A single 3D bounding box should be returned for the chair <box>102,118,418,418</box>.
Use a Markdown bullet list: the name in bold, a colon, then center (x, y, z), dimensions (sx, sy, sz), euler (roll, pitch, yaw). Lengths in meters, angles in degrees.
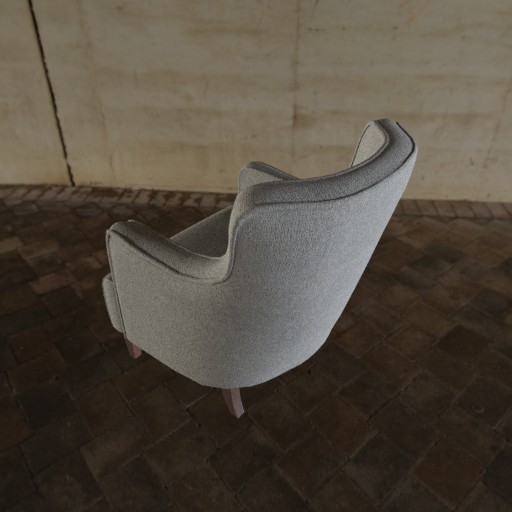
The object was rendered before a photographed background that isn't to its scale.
- **chair**: center (0.000, 0.000, 1.579), dimensions (0.910, 0.920, 0.820), euler (23, 39, 30)
